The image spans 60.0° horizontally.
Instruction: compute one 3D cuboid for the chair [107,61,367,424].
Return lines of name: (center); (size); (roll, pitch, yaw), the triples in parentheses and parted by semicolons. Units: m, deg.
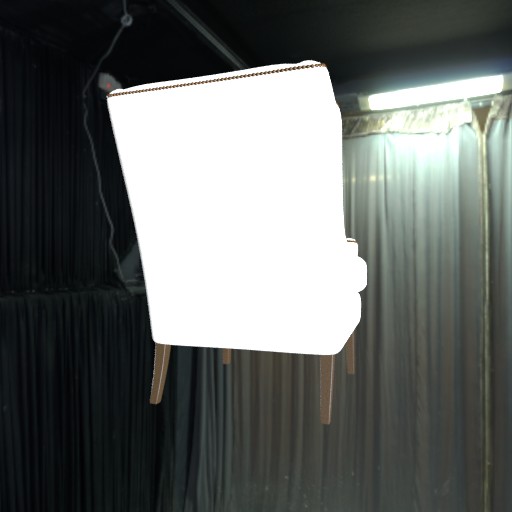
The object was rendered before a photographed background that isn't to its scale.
chair: (0.000, 0.000, 1.663); (0.737, 1.029, 0.940); (0, -1, 19)
